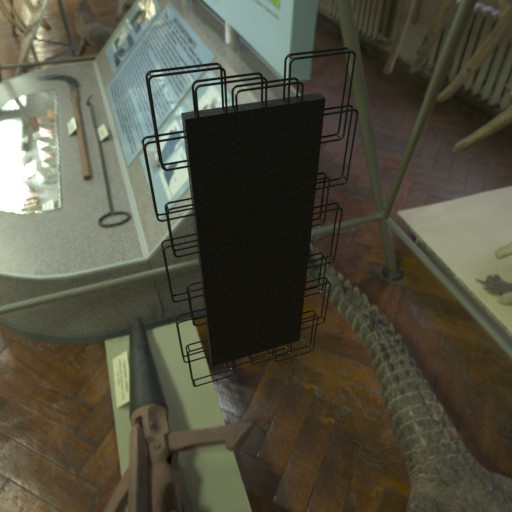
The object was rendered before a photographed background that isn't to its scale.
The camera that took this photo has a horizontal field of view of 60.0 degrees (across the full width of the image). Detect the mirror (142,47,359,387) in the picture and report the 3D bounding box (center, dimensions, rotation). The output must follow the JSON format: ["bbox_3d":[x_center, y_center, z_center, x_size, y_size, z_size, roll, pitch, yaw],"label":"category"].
[{"bbox_3d":[0.000,0.000,1.401,0.565,1.192,0.037,-13,44,-14],"label":"mirror"}]
